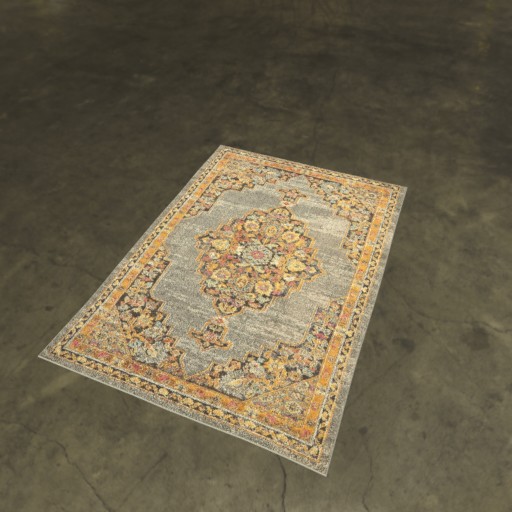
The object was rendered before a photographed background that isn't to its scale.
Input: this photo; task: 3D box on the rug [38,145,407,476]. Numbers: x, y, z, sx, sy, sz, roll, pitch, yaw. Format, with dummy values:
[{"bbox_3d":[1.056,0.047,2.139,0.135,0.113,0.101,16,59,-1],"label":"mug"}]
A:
[{"bbox_3d":[0.000,0.000,3.900,2.158,0.024,3.063,16,48,15],"label":"rug"}]
